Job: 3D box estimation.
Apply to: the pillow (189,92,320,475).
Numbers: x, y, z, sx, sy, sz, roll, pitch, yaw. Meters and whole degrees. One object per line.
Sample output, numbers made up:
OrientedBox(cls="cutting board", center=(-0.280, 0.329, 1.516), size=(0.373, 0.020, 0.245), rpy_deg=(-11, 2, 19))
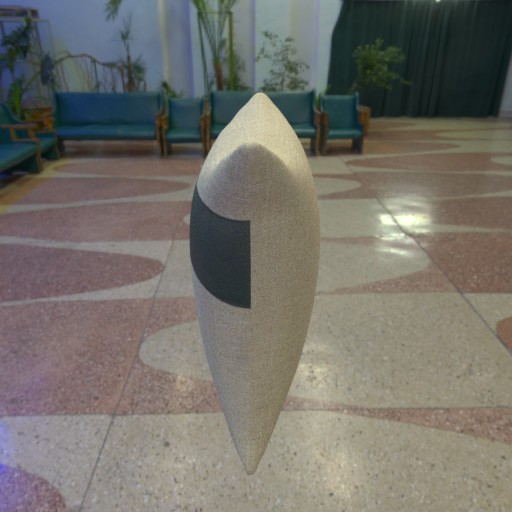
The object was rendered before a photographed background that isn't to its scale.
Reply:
OrientedBox(cls="pillow", center=(0.000, 0.000, 0.627), size=(0.173, 0.399, 0.414), rpy_deg=(1, 26, 2))
